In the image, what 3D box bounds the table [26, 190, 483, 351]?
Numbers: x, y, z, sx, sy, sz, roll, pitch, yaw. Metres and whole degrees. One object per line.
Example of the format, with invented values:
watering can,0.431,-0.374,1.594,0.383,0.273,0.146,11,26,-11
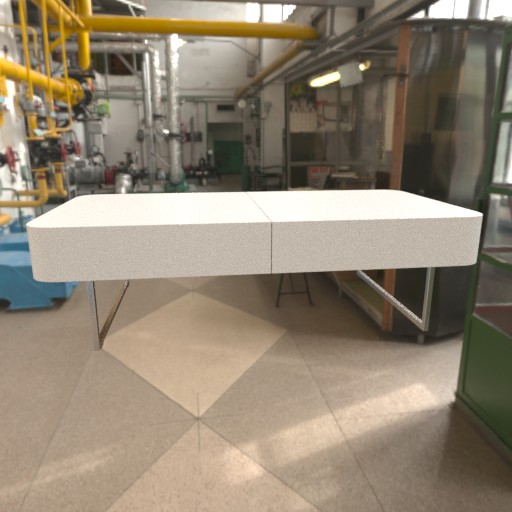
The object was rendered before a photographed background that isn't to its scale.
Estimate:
table,0.000,0.000,1.437,1.200,0.340,0.600,-2,15,-7
